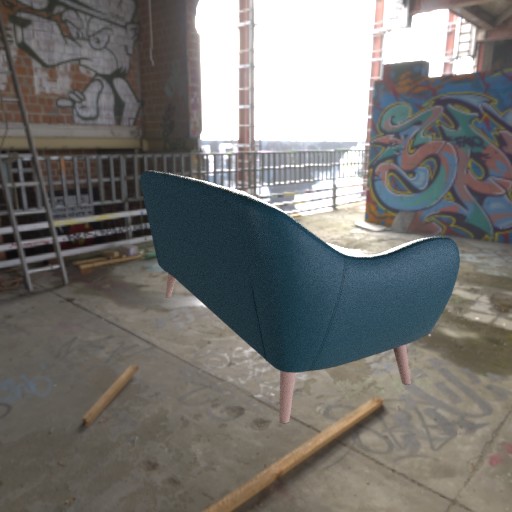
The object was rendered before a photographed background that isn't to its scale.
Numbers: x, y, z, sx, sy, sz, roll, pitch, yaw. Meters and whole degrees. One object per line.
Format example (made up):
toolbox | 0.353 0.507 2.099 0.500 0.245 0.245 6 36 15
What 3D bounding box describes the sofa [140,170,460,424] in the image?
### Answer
sofa | 0.000 0.000 2.283 0.820 0.836 1.840 -7 16 -26
